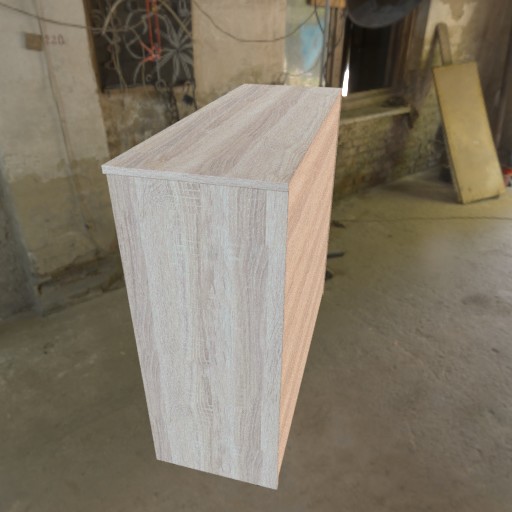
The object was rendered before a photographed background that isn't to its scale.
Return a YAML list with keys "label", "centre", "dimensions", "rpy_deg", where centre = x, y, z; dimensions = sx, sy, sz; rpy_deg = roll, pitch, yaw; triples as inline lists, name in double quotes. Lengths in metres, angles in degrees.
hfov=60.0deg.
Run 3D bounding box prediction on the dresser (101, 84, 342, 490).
- label: "dresser"
  centre: [0.000, 0.000, 1.449]
  dimensions: [0.380, 0.900, 0.980]
  rpy_deg: [8, 31, 13]
